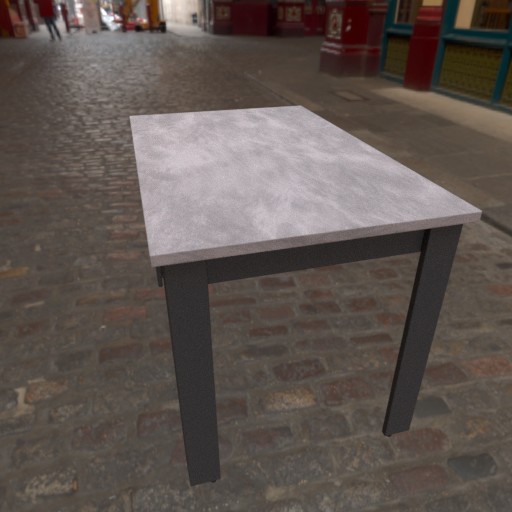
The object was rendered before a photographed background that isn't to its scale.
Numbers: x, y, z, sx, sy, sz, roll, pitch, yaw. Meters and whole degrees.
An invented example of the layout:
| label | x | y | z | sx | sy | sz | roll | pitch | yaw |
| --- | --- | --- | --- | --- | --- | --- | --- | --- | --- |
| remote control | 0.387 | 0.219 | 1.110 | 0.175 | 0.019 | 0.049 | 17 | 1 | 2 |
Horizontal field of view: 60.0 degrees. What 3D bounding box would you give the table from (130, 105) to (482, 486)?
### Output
| label | x | y | z | sx | sy | sz | roll | pitch | yaw |
| --- | --- | --- | --- | --- | --- | --- | --- | --- | --- |
| table | 0.000 | 0.000 | 1.509 | 0.700 | 0.734 | 1.100 | -8 | 31 | -13 |
